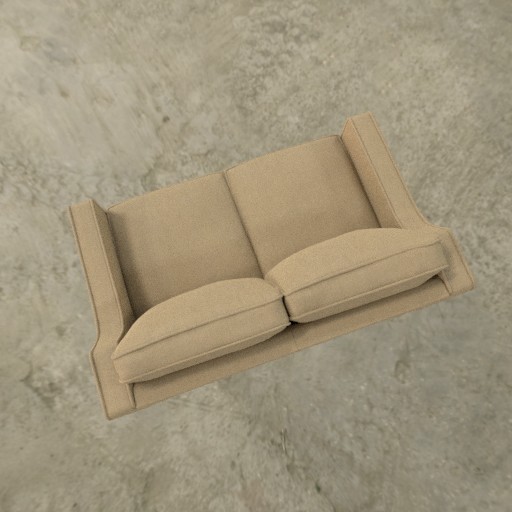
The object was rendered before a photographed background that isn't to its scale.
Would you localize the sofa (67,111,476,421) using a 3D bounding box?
[{"bbox_3d":[0.000,0.000,2.116,1.501,0.971,0.987,-19,76,-5],"label":"sofa"}]
